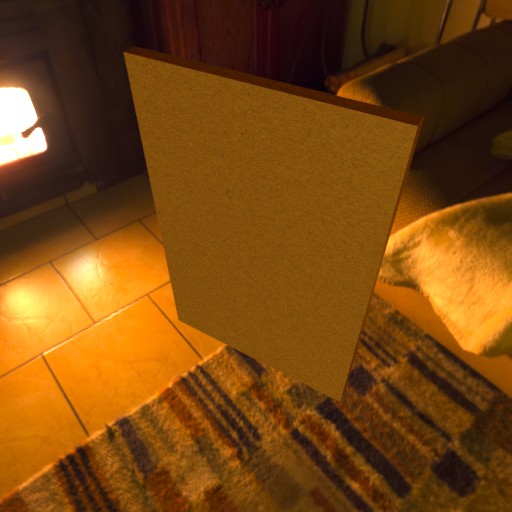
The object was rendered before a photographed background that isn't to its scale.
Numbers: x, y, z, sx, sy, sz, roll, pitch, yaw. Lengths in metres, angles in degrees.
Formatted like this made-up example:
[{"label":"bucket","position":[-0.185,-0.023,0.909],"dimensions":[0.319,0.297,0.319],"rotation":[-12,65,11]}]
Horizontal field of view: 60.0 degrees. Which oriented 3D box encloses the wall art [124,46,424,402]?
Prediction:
[{"label":"wall art","position":[0.000,0.000,1.139],"dimensions":[0.610,0.914,0.037],"rotation":[22,49,21]}]
